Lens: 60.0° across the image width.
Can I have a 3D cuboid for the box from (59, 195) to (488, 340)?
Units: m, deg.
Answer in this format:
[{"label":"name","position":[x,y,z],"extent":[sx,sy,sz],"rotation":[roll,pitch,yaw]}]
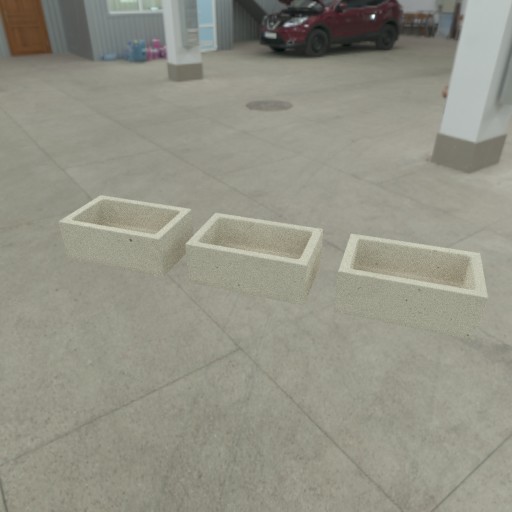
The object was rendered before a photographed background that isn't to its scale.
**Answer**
[{"label":"box","position":[0.000,0.000,0.501],"extent":[0.461,0.051,0.082],"rotation":[10,33,16]}]
